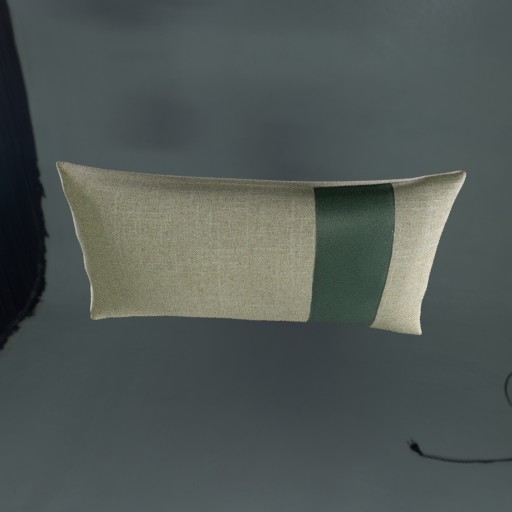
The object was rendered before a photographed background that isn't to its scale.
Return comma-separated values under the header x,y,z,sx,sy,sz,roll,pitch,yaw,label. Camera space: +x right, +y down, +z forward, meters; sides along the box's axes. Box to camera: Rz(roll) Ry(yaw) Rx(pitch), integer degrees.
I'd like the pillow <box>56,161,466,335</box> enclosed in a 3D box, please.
x,y,z,sx,sy,sz,roll,pitch,yaw,label
0.000,0.000,1.028,0.859,0.429,0.197,2,30,3,pillow
